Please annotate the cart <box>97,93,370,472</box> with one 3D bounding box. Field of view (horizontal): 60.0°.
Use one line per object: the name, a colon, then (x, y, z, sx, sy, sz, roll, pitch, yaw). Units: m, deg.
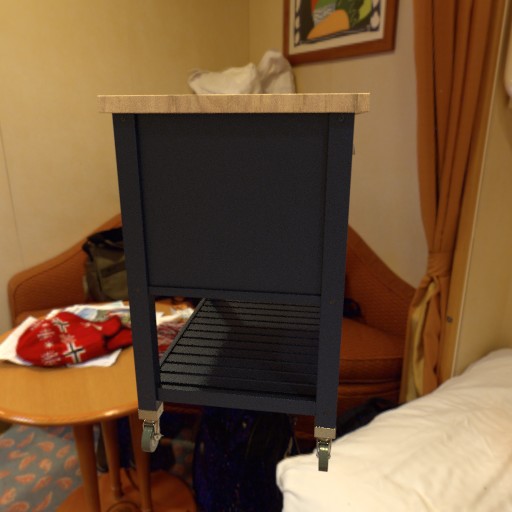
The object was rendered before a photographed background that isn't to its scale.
cart: (0.000, 0.000, 1.404, 0.567, 0.920, 0.797, 3, 17, 8)
